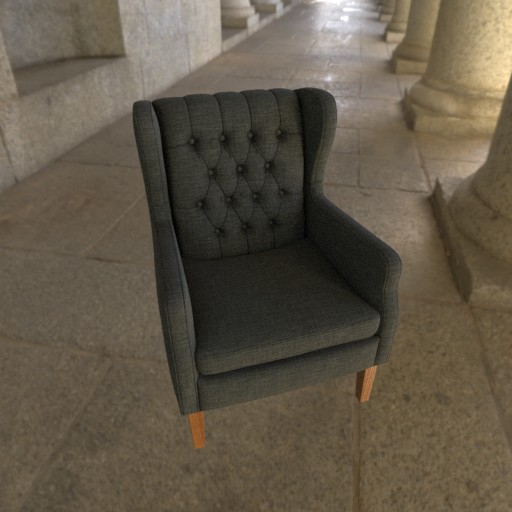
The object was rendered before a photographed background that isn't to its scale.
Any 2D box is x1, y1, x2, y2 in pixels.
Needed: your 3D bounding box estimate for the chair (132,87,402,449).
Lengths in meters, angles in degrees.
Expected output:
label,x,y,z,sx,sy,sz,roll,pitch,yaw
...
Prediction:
label,x,y,z,sx,sy,sz,roll,pitch,yaw
chair,0.000,0.000,1.516,0.711,0.953,0.775,-10,35,-15
